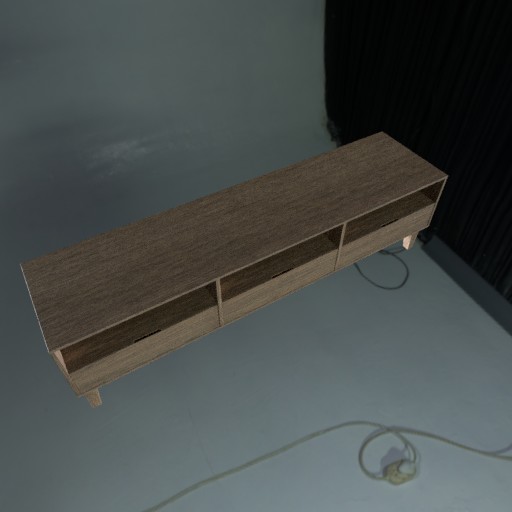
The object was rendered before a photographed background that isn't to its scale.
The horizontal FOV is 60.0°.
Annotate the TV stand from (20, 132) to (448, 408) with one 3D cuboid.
[{"bbox_3d":[0.000,0.000,1.674,1.482,0.409,0.366,-24,51,-21],"label":"TV stand"}]
